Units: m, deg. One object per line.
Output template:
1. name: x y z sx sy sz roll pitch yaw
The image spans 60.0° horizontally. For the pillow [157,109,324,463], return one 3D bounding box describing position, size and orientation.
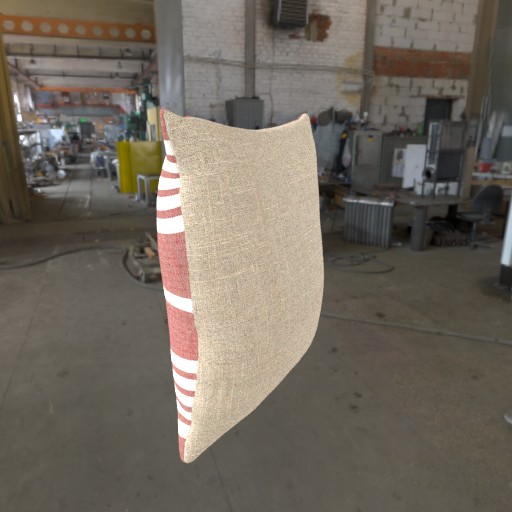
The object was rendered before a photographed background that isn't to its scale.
1. pillow: 0.000 0.000 0.679 0.182 0.427 0.439 8 18 24
